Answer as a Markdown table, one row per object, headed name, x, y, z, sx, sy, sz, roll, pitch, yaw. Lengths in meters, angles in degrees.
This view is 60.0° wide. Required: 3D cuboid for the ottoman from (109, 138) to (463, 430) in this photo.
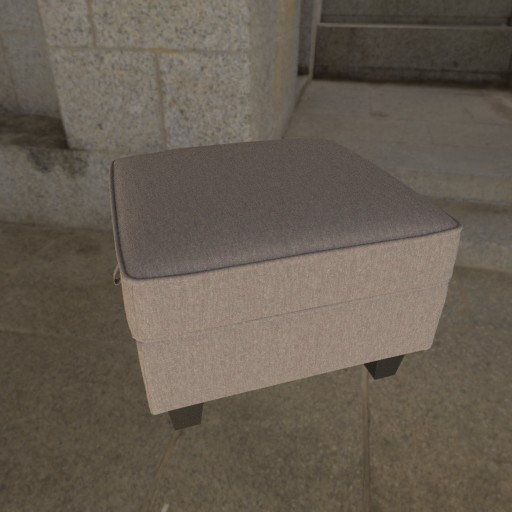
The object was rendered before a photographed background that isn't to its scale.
| name | x | y | z | sx | sy | sz | roll | pitch | yaw |
| --- | --- | --- | --- | --- | --- | --- | --- | --- | --- |
| ottoman | 0.000 | 0.000 | 1.405 | 0.871 | 0.612 | 0.808 | -9 | 32 | -15 |
